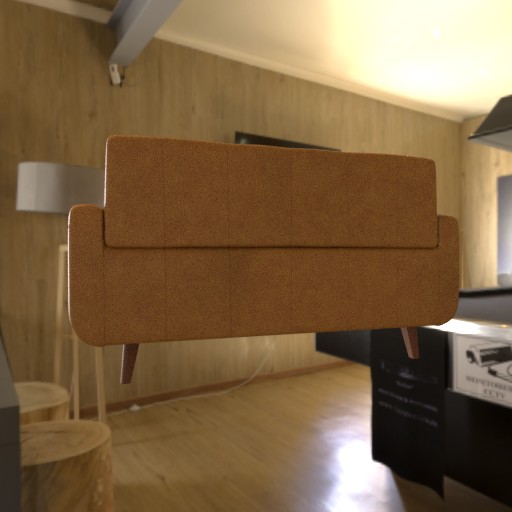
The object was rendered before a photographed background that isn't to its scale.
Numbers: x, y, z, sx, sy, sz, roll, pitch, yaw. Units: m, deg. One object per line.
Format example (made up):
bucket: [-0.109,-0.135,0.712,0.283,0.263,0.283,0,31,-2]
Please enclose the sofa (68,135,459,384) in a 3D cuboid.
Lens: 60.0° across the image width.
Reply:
sofa: [0.000,0.000,2.214,1.651,0.925,0.952,0,1,-17]
